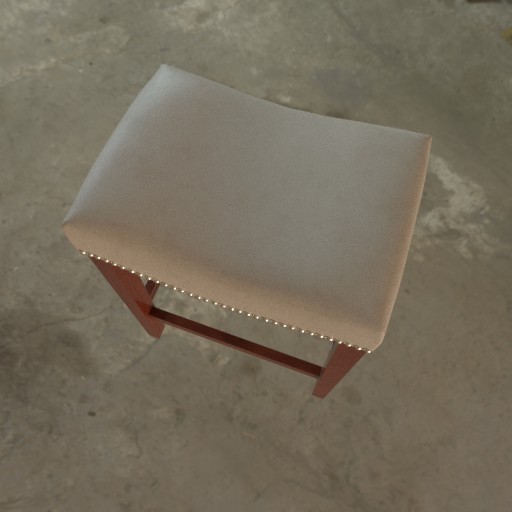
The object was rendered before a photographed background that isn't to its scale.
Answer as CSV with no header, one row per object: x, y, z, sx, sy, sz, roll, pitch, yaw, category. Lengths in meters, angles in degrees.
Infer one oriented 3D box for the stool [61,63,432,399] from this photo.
0.000,0.000,0.958,0.509,0.632,0.375,18,66,8,stool
